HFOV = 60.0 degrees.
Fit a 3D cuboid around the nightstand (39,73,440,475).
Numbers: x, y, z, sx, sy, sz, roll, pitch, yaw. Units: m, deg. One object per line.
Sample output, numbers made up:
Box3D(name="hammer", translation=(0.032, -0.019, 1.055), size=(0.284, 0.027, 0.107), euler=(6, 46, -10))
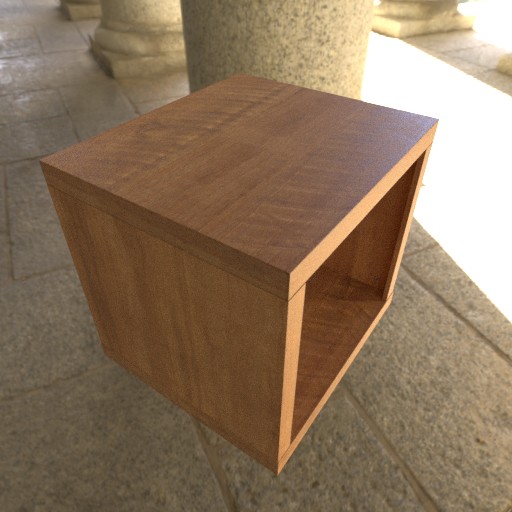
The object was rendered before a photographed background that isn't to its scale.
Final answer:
Box3D(name="nightstand", translation=(0.000, 0.000, 0.862), size=(0.436, 0.491, 0.493), euler=(24, 45, 26))
